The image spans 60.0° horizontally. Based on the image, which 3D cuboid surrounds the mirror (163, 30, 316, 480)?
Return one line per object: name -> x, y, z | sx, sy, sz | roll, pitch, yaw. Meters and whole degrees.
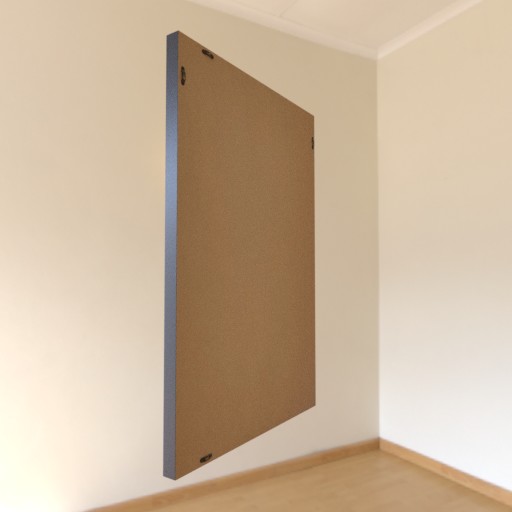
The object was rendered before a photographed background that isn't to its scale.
mirror -> 0.000, 0.000, 1.158 | 0.040, 0.915, 0.609 | -2, -3, 35
